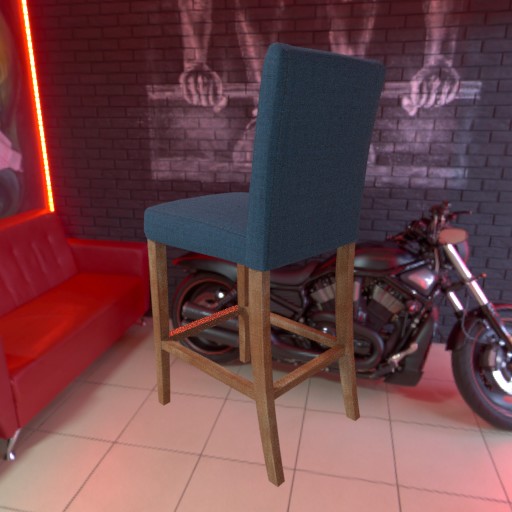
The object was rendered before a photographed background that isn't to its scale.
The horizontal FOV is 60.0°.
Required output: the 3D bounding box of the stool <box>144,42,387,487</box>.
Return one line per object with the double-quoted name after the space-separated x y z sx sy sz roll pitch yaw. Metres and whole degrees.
0.000 0.000 1.348 0.574 1.088 0.454 16 23 42 "stool"
